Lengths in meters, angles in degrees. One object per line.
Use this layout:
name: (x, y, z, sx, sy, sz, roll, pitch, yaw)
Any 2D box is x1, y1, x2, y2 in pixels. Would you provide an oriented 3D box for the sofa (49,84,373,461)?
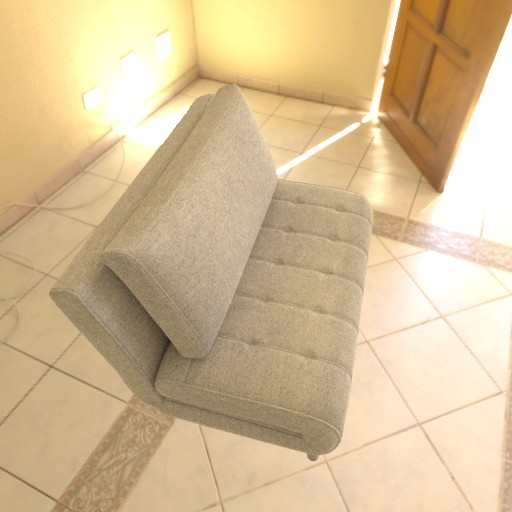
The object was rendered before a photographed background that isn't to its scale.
sofa: (0.000, 0.000, 1.811, 0.910, 0.910, 1.220, 11, 47, 10)
